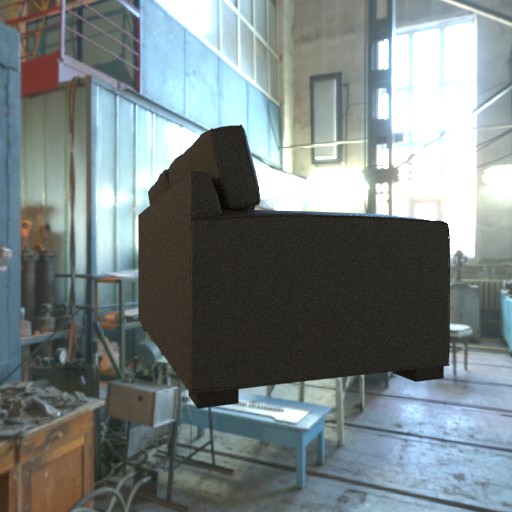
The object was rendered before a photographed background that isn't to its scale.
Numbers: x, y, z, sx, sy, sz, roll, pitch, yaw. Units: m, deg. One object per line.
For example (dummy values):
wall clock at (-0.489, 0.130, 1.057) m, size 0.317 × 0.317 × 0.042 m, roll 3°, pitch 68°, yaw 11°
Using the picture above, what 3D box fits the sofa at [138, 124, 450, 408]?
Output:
sofa at (0.000, 0.000, 2.164) m, size 0.974 × 0.887 × 1.534 m, roll 0°, pitch 0°, yaw -20°
